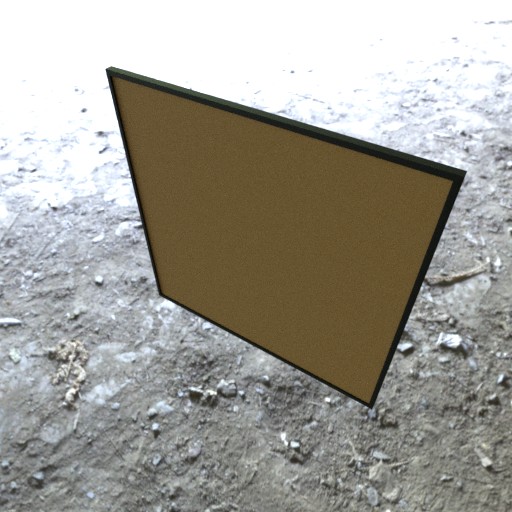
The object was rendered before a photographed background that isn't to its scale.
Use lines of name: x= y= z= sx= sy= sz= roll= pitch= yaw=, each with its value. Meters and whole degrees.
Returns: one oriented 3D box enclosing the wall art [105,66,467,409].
wall art: x=0.000 y=0.000 z=0.657 sx=0.458 sy=0.457 sz=0.013 roll=24 pitch=50 yaw=22
